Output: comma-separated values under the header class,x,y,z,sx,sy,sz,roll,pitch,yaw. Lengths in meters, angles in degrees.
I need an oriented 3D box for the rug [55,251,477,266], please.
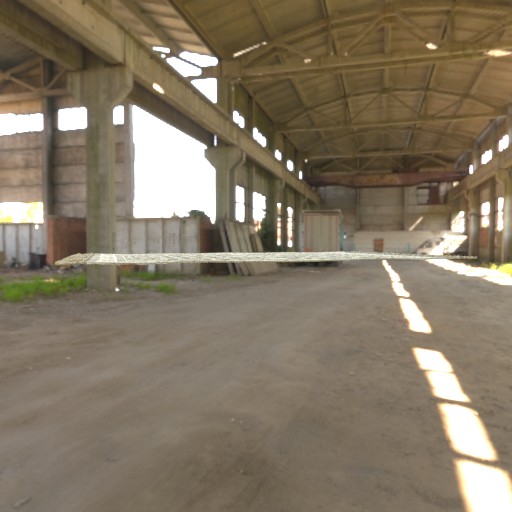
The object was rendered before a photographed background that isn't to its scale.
class,x,y,z,sx,sy,sz,roll,pitch,yaw
rug,0.000,0.000,3.099,2.431,0.025,1.530,-1,2,-18
